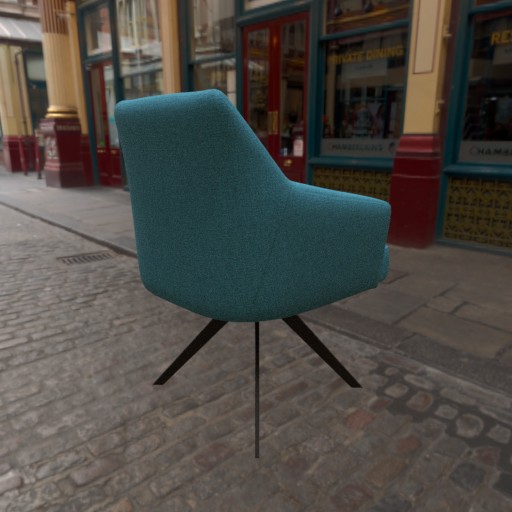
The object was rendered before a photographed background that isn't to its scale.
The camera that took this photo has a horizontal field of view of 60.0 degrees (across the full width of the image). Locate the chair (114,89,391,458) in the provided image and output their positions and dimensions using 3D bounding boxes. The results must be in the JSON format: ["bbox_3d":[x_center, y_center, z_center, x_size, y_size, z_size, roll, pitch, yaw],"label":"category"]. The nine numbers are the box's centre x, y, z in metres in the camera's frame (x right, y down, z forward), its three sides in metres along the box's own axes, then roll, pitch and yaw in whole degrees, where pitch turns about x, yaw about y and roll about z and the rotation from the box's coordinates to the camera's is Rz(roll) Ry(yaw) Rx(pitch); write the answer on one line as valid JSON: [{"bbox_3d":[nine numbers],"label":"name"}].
[{"bbox_3d":[0.000,0.000,1.334,0.677,0.874,0.642,-14,20,-43],"label":"chair"}]
